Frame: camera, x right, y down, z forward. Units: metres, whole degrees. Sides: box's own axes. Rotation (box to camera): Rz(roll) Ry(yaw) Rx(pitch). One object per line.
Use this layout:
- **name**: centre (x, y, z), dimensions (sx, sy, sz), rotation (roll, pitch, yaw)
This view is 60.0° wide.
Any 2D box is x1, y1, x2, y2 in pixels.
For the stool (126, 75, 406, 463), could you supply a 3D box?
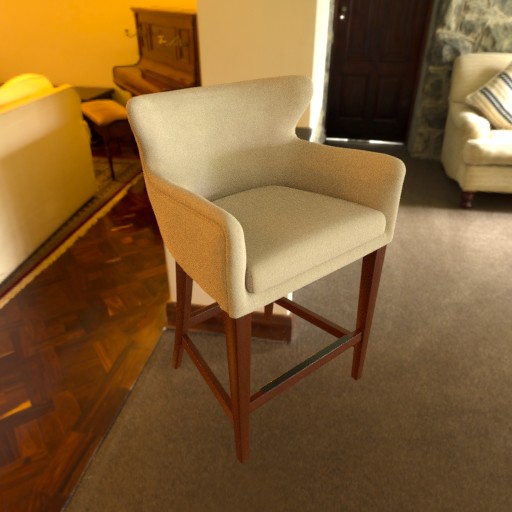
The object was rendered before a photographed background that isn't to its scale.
- **stool**: centre (0.000, 0.000, 1.352), dimensions (0.601, 0.951, 0.570), rotation (-23, 38, -33)
